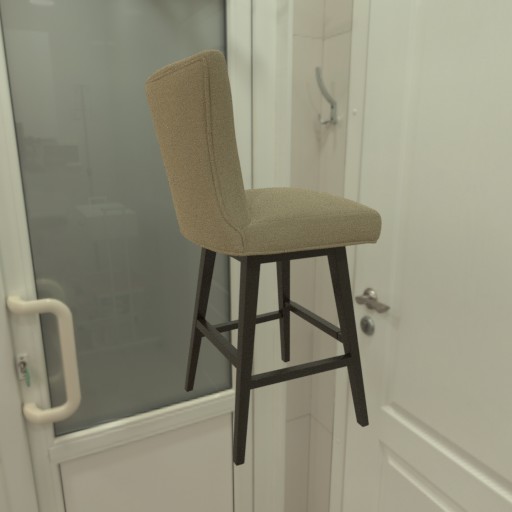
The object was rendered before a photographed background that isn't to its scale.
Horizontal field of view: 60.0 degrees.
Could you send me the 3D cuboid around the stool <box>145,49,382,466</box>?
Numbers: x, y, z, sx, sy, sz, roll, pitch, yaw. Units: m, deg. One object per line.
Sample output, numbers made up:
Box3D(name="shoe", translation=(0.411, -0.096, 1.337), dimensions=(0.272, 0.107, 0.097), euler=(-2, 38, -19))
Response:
Box3D(name="stool", translation=(0.000, 0.000, 1.394), dimensions=(0.574, 1.086, 0.514), euler=(-7, 16, -27))
